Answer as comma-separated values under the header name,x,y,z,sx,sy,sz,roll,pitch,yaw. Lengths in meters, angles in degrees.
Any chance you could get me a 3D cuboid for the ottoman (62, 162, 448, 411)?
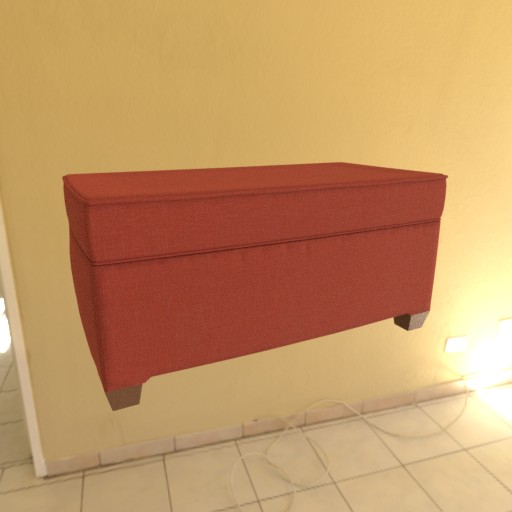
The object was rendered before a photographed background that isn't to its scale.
name,x,y,z,sx,sy,sz,roll,pitch,yaw
ottoman,0.000,0.000,1.241,0.948,0.454,0.497,-8,18,-26
